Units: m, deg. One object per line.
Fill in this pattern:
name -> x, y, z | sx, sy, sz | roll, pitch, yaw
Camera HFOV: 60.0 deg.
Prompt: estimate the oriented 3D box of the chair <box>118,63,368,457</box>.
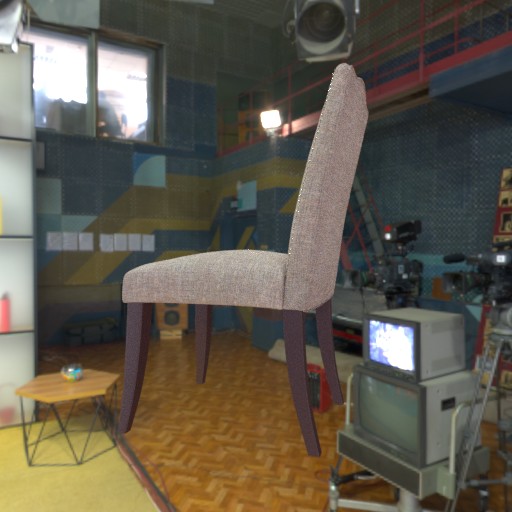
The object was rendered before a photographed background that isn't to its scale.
chair -> 0.000, 0.000, 1.394 | 0.660, 1.016, 0.513 | 0, 1, 20
